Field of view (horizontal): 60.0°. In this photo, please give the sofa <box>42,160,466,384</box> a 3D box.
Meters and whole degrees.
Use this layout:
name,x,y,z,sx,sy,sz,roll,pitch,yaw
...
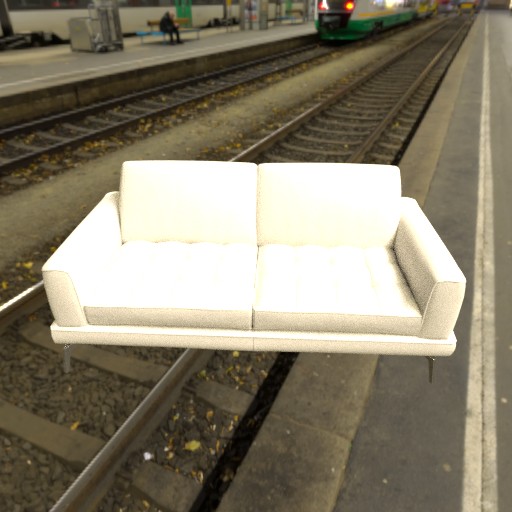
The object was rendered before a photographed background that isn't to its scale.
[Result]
name,x,y,z,sx,sy,sz,roll,pitch,yaw
sofa,0.000,0.000,2.682,2.177,0.930,1.121,1,30,3
